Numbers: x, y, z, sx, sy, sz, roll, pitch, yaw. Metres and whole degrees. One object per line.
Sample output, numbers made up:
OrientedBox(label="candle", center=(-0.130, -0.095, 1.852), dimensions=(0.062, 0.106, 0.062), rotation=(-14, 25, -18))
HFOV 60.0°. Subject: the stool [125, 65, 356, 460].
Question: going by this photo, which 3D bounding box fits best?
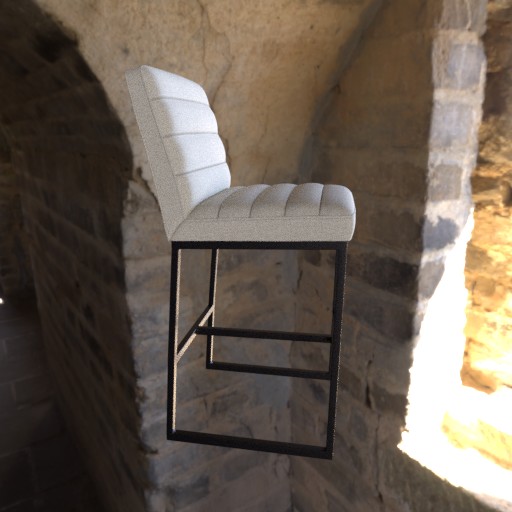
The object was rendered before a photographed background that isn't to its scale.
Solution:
OrientedBox(label="stool", center=(0.000, 0.000, 1.347), dimensions=(0.560, 1.040, 0.460), rotation=(3, 16, 10))
